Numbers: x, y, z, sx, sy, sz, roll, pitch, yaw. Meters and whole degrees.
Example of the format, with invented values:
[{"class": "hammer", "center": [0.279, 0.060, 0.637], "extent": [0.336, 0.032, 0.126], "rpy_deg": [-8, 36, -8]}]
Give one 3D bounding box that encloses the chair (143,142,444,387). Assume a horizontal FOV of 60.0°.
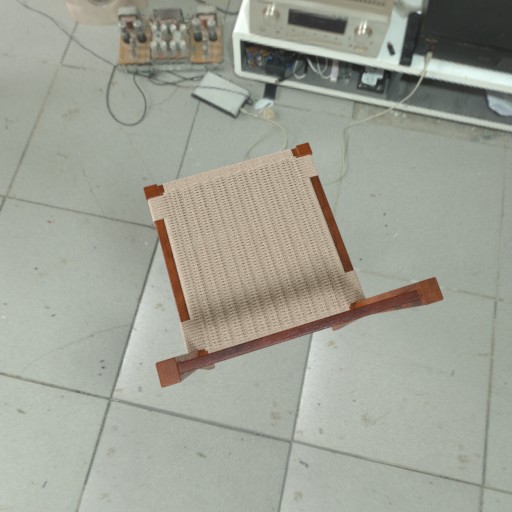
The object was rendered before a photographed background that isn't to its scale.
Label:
[{"class": "chair", "center": [0.000, 0.000, 1.207], "extent": [0.495, 0.851, 0.569], "rpy_deg": [-16, 74, -5]}]
